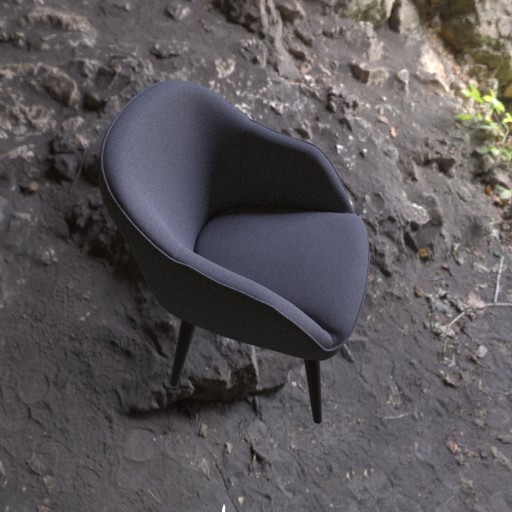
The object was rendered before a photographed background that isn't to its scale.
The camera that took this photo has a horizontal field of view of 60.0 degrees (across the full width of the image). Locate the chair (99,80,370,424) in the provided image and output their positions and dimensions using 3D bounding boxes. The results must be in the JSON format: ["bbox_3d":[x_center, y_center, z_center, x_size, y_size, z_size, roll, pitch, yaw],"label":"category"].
[{"bbox_3d":[0.000,0.000,1.218,0.611,0.810,0.589,11,48,10],"label":"chair"}]
